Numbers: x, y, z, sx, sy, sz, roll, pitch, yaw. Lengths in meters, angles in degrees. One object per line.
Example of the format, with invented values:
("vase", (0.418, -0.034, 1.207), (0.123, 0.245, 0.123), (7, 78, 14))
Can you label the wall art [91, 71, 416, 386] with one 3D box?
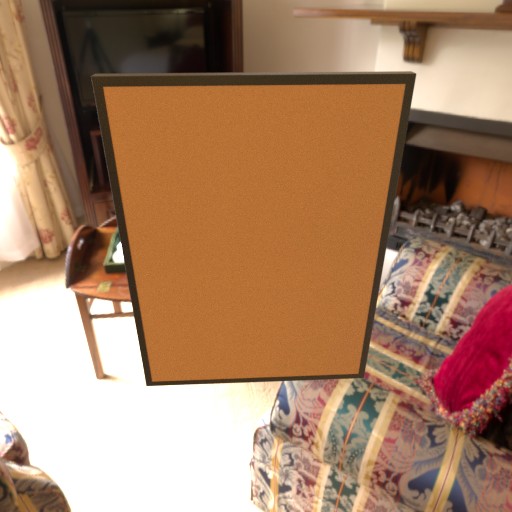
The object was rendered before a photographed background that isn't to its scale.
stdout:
("wall art", (0.000, 0.000, 1.380), (0.804, 1.061, 0.039), (-1, 31, -2))
